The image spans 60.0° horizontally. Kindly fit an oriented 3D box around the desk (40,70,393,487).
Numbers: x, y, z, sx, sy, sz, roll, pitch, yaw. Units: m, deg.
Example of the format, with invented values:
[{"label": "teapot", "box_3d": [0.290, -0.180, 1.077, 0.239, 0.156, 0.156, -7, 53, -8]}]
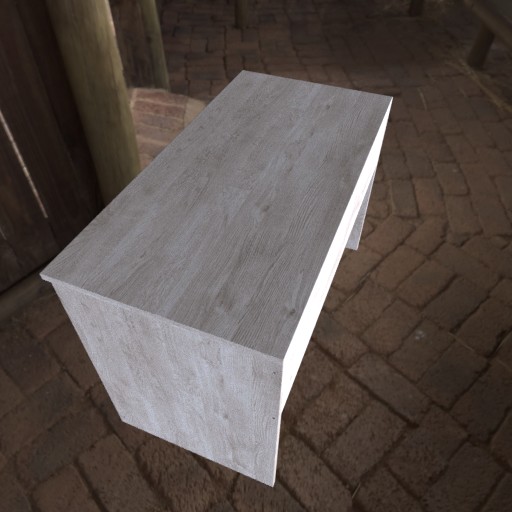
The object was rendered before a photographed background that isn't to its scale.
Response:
[{"label": "desk", "box_3d": [0.000, 0.000, 1.498, 0.560, 0.730, 1.100, 16, 48, 15]}]
